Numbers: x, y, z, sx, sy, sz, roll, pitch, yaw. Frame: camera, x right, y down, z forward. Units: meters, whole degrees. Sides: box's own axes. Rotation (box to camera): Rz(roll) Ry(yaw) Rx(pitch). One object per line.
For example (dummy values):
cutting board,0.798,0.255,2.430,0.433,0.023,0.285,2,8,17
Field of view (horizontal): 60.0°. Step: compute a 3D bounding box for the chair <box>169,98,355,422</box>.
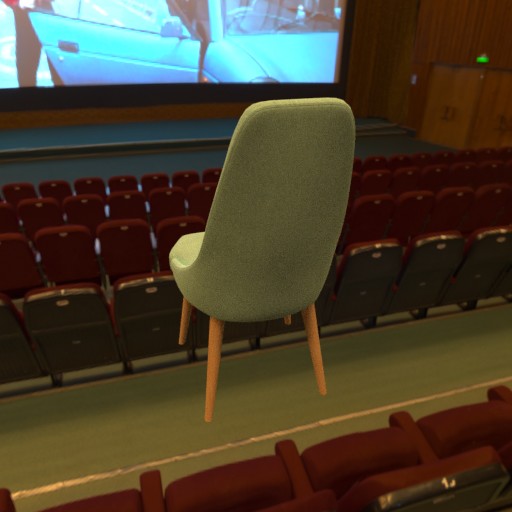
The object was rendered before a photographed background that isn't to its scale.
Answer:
chair,0.000,0.000,1.411,0.510,1.040,0.660,-8,29,-15
